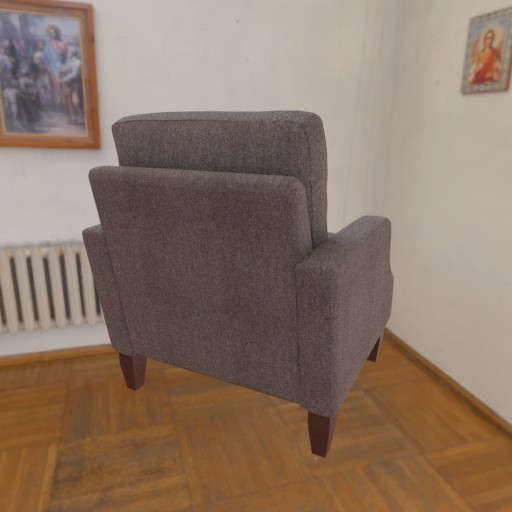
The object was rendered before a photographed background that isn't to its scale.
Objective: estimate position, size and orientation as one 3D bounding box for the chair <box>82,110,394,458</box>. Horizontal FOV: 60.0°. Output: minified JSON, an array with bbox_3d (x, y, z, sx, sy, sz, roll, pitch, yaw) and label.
[{"bbox_3d":[0.000,0.000,1.613,0.855,0.993,0.897,9,19,27],"label":"chair"}]
